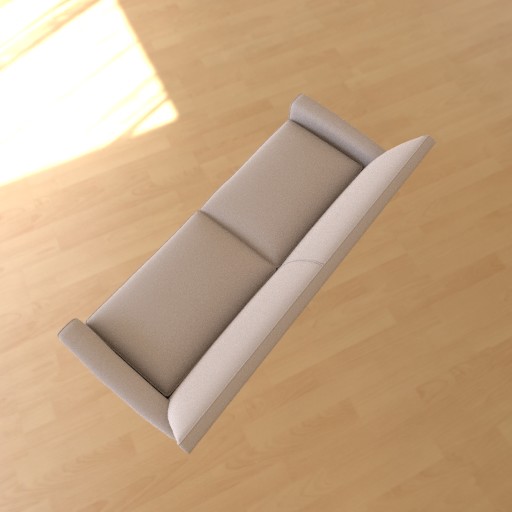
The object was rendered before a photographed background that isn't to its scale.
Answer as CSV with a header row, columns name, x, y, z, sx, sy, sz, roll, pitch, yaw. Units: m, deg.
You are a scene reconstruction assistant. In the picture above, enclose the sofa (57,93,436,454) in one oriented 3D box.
name,x,y,z,sx,sy,sz,roll,pitch,yaw
sofa,0.000,0.000,2.468,0.875,0.846,2.000,36,70,15
